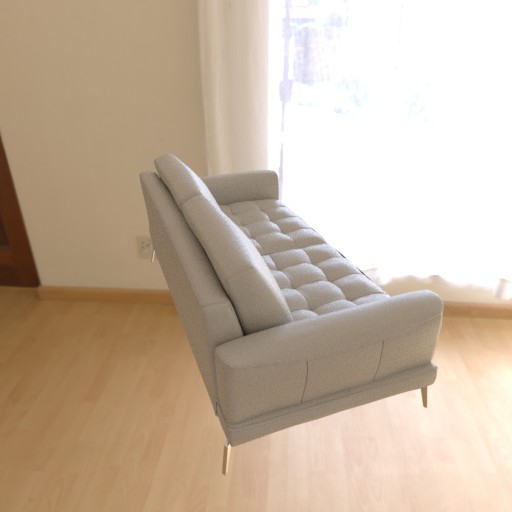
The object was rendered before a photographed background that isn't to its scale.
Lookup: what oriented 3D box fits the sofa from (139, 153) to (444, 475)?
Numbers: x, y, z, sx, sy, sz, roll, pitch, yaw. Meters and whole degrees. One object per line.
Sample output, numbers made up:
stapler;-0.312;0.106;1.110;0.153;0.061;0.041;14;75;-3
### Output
sofa;0.000;0.000;2.758;1.121;0.930;2.177;-10;31;-18
